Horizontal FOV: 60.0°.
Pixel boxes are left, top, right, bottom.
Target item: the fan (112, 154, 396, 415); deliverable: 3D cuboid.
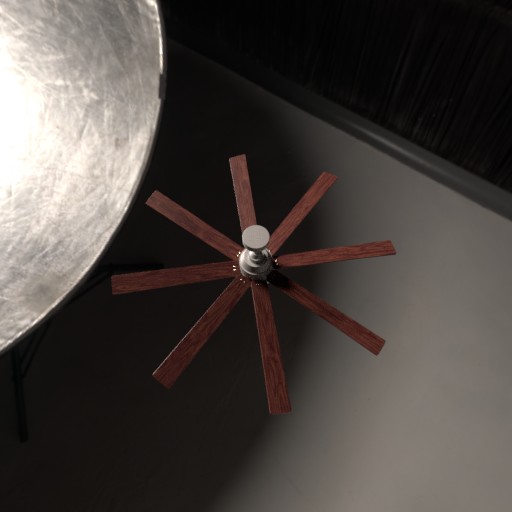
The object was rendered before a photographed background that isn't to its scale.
[{"bbox_3d":[0.000,0.000,2.730,1.830,0.472,1.830,33,67,16],"label":"fan"}]
